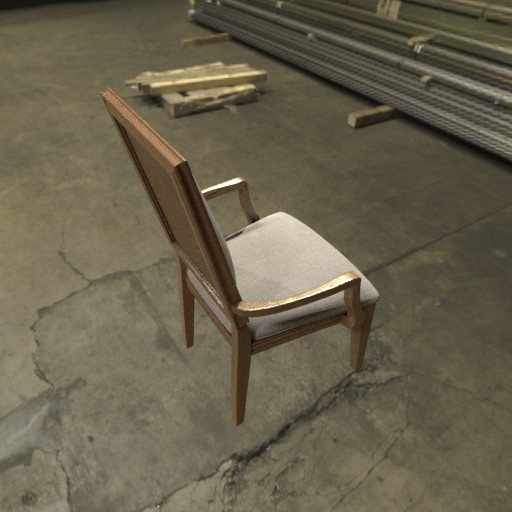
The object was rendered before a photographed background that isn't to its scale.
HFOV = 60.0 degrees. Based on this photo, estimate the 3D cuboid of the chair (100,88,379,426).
[{"bbox_3d":[0.000,0.000,1.340,0.602,0.990,0.606,-22,45,-24],"label":"chair"}]
